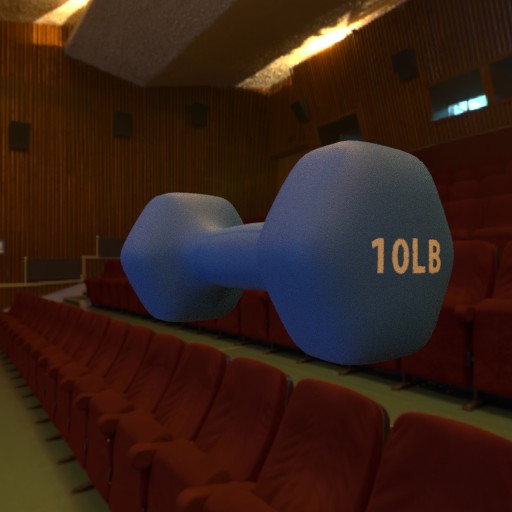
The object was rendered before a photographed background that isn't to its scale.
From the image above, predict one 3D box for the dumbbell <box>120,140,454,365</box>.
[{"bbox_3d":[0.000,0.000,0.263,0.103,0.093,0.212,1,-1,-35],"label":"dumbbell"}]
